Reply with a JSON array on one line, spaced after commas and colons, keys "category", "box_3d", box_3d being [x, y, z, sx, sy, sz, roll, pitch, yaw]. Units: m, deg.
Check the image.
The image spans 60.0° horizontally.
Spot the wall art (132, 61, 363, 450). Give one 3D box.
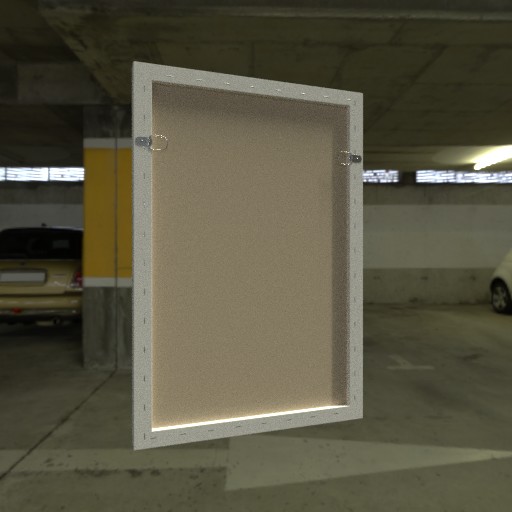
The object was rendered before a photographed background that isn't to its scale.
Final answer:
[{"category": "wall art", "box_3d": [0.000, 0.000, 1.161, 0.624, 0.914, 0.043, 0, 0, -19]}]
